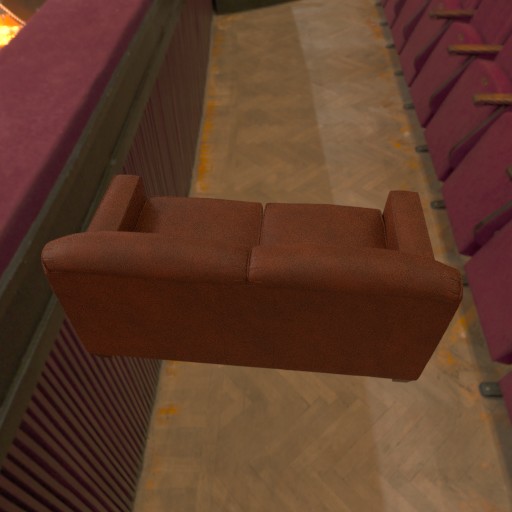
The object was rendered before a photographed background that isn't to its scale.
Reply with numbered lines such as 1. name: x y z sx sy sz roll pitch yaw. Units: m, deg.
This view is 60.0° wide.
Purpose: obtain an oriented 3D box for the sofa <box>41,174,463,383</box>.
1. sofa: 0.000 0.000 2.483 1.856 0.966 1.000 4 48 4
